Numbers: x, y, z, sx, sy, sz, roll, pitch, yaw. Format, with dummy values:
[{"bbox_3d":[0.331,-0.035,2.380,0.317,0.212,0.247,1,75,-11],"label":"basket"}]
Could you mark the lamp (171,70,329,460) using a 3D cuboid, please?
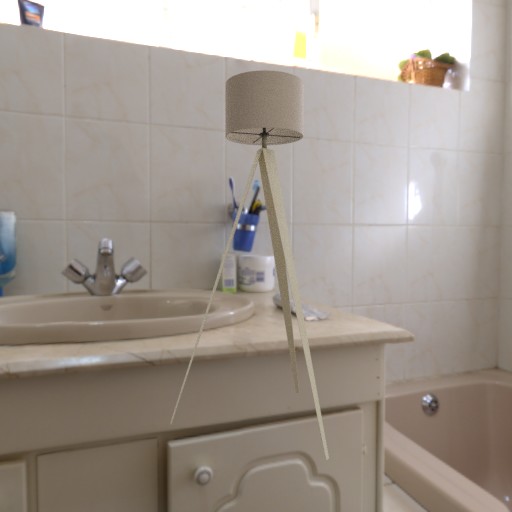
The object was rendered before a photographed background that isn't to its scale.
[{"bbox_3d":[0.000,0.000,1.945,0.716,1.524,0.724,-1,2,-17],"label":"lamp"}]
